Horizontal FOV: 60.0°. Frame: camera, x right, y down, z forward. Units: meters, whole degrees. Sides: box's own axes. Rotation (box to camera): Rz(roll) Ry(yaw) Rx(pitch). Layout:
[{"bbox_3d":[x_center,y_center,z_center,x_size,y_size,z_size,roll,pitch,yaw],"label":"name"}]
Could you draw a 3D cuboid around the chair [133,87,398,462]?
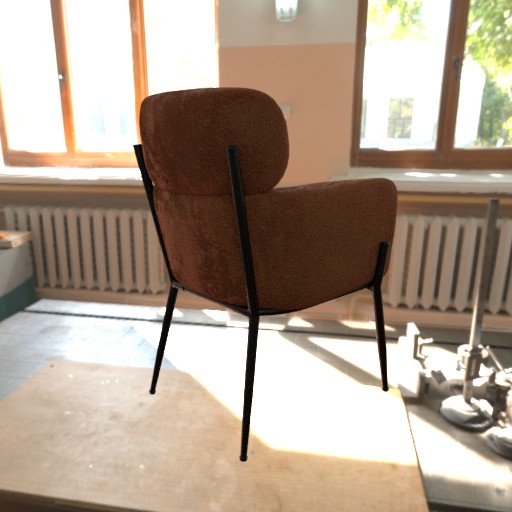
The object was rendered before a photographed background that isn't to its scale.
[{"bbox_3d":[0.000,0.000,1.142,0.523,0.772,0.561,-14,21,-43],"label":"chair"}]
